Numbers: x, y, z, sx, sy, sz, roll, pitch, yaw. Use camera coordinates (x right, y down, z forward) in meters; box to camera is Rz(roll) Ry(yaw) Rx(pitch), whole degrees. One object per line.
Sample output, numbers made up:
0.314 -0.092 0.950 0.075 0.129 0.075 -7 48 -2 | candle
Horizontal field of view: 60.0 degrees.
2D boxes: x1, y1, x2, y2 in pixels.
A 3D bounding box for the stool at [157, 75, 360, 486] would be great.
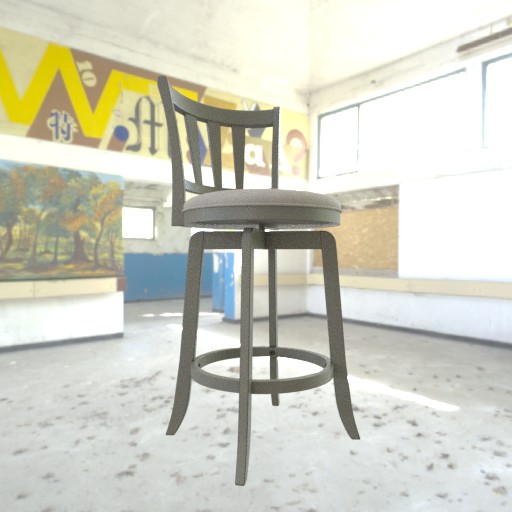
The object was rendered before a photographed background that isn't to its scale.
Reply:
0.000 0.000 1.241 0.450 0.994 0.486 0 1 -38 | stool
